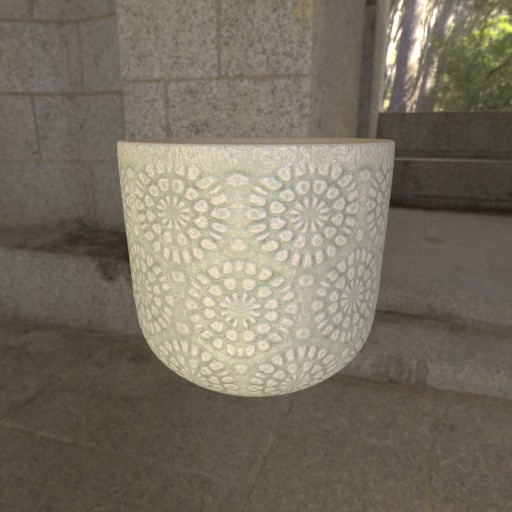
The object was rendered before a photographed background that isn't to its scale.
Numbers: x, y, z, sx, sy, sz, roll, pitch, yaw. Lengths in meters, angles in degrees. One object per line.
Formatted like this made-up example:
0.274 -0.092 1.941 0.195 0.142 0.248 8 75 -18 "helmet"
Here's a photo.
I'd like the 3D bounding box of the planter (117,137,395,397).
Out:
0.000 0.000 0.301 0.169 0.153 0.169 0 16 0 "planter"
